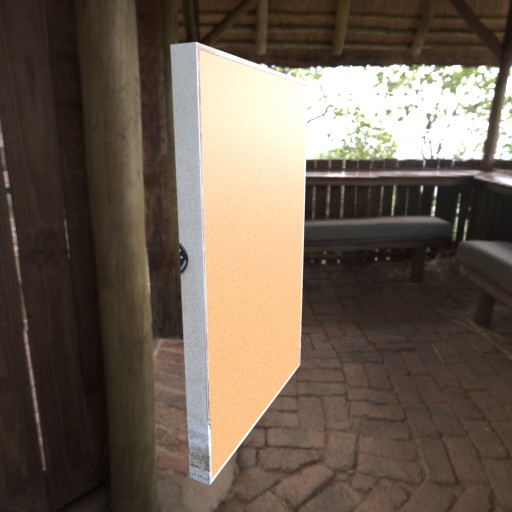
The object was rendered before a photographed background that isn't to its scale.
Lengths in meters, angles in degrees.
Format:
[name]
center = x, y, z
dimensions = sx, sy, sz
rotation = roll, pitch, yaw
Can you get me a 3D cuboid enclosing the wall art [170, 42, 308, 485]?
[wall art]
center = 0.000, 0.000, 0.769
dimensions = 0.036, 0.607, 0.403
rotation = 7, 16, 24
